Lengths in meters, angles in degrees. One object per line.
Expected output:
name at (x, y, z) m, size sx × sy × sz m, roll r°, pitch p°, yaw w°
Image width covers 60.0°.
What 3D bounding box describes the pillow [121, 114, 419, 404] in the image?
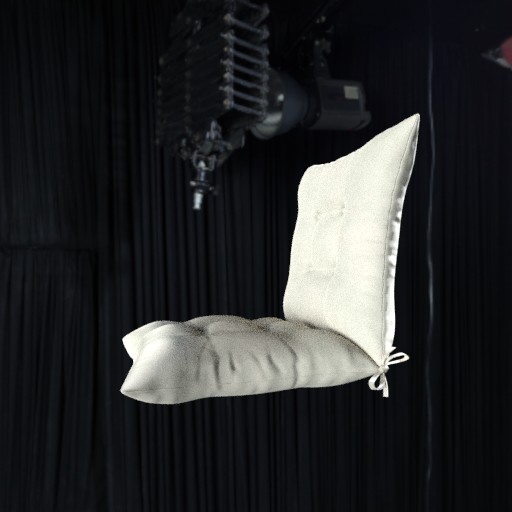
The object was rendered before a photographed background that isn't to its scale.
pillow at (0.000, 0.000, 1.006) m, size 0.585 × 0.536 × 0.541 m, roll 0°, pitch -1°, yaw -17°
